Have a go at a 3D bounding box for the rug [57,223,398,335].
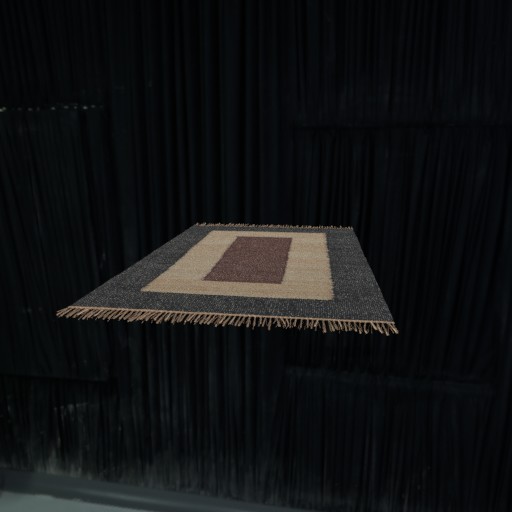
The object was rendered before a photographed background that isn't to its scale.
[{"bbox_3d":[0.000,0.000,2.511,1.224,0.027,2.021,2,14,7],"label":"rug"}]
